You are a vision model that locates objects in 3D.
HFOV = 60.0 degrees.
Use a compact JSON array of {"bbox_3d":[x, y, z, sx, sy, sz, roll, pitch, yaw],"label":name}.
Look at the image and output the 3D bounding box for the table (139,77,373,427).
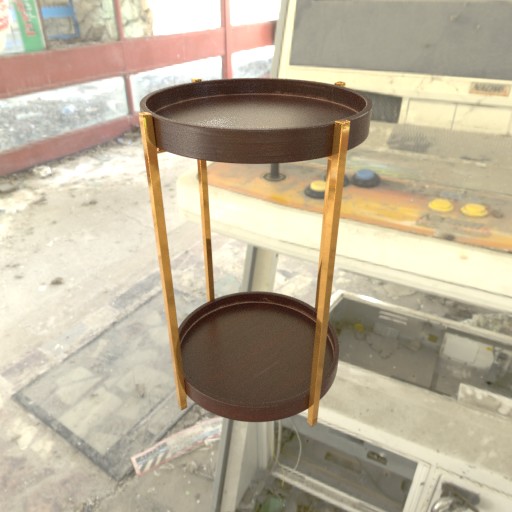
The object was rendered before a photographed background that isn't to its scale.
[{"bbox_3d":[0.000,0.000,0.878,0.400,0.610,0.400,-21,37,-30],"label":"table"}]
